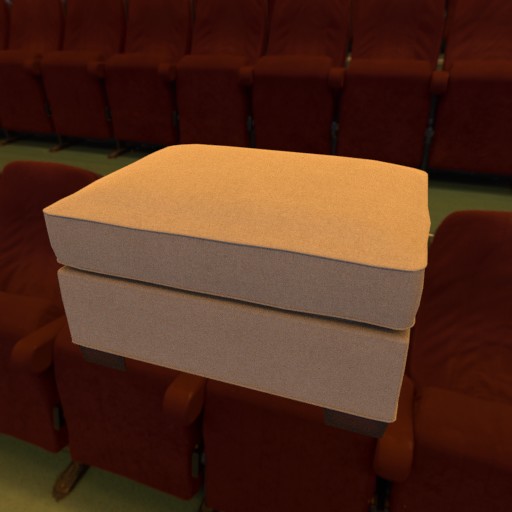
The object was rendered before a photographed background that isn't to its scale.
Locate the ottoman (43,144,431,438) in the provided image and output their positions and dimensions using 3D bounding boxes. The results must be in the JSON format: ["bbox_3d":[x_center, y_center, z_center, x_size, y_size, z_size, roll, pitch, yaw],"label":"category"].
[{"bbox_3d":[0.000,0.000,1.231,0.846,0.503,0.617,9,30,17],"label":"ottoman"}]
